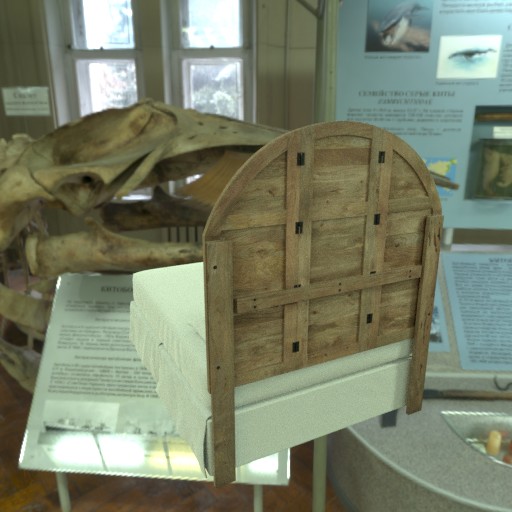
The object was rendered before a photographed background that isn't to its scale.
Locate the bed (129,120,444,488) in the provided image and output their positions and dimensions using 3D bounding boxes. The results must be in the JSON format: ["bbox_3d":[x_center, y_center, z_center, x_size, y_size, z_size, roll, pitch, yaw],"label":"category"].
[{"bbox_3d":[0.000,0.000,3.489,1.713,2.002,2.112,-8,18,-26],"label":"bed"}]
